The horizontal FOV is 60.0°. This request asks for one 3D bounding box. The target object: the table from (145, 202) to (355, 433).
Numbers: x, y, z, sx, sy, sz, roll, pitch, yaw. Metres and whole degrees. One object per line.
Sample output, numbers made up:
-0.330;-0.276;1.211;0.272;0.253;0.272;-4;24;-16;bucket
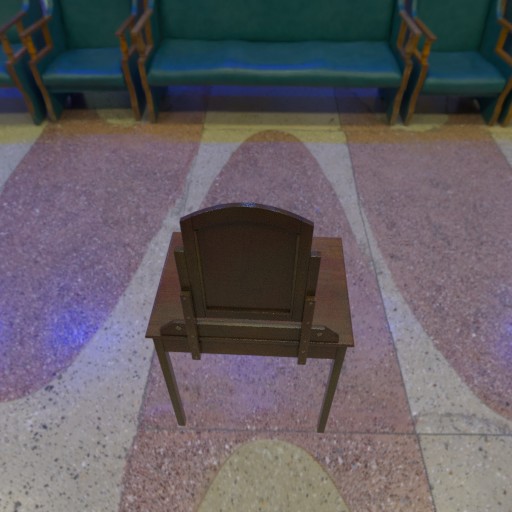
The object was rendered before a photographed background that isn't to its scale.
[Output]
0.000;0.000;2.313;0.876;1.631;1.211;2;46;2;table
